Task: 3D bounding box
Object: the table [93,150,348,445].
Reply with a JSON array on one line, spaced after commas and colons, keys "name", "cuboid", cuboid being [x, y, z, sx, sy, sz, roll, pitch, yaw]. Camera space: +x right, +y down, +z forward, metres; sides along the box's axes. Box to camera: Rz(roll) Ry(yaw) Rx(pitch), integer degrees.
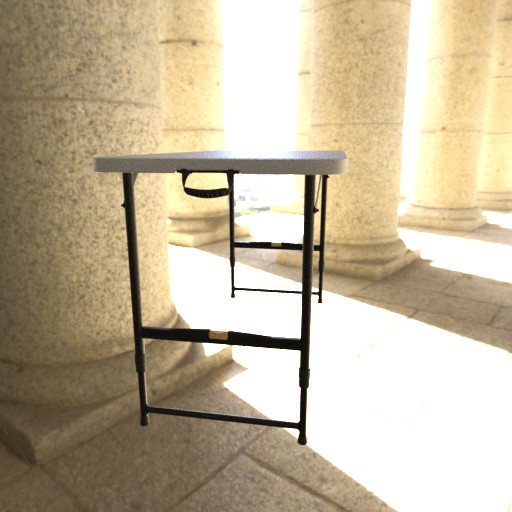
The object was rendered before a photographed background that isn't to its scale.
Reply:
[{"name": "table", "cuboid": [0.000, 0.000, 1.626, 0.611, 0.737, 1.245, 3, 14, 10]}]
